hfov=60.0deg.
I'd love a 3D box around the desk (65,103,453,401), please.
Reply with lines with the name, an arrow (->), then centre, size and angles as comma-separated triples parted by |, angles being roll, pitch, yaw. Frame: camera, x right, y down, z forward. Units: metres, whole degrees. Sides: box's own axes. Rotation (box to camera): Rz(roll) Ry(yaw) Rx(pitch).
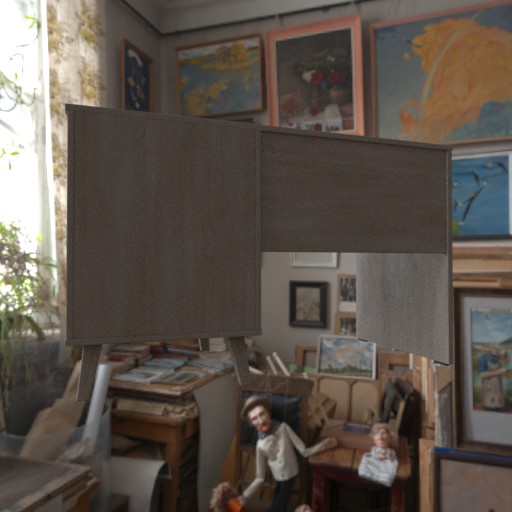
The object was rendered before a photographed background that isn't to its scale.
desk -> 0.000, 0.000, 1.622 | 1.251, 0.770, 0.600 | 0, -1, -19
